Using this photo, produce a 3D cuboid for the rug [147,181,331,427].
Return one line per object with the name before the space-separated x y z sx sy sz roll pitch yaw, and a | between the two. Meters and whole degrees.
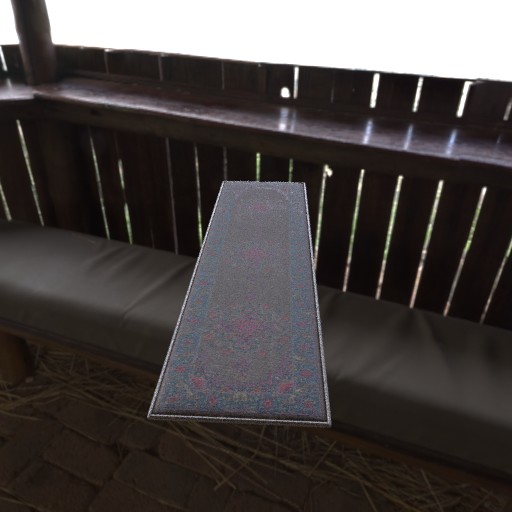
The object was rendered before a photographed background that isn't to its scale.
rug | 0.000 0.000 2.552 0.659 0.019 2.297 2 31 3
